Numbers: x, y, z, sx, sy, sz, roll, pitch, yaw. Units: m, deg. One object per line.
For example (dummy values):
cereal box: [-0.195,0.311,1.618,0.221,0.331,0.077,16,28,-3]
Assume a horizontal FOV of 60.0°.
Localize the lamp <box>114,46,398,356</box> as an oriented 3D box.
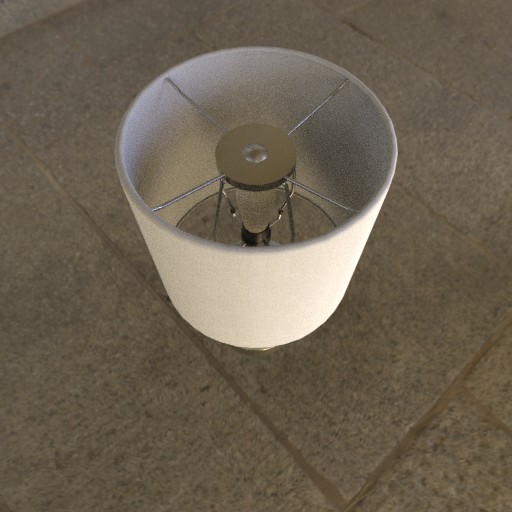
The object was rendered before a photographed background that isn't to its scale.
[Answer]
lamp: [0.000,0.000,0.470,0.201,0.353,0.201,16,61,9]
